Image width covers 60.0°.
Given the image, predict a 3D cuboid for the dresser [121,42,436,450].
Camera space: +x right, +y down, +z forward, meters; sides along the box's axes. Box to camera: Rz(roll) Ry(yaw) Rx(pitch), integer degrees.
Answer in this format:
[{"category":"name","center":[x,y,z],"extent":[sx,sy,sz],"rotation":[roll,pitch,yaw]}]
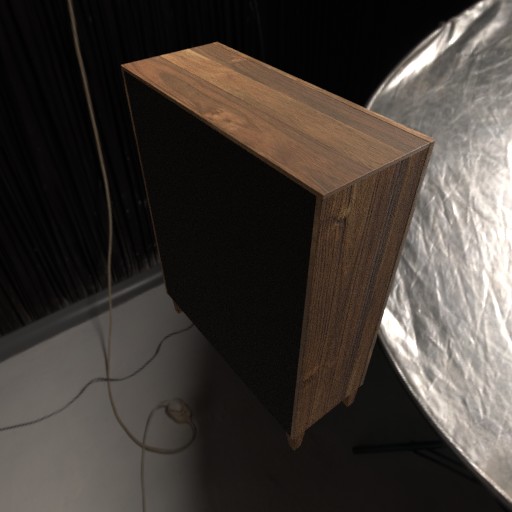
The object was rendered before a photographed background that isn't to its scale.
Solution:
[{"category":"dresser","center":[0.000,0.000,1.896],"extent":[0.442,1.393,1.062],"rotation":[-28,49,-27]}]
